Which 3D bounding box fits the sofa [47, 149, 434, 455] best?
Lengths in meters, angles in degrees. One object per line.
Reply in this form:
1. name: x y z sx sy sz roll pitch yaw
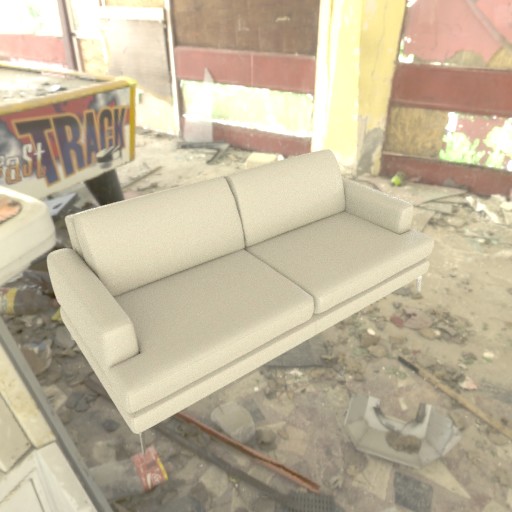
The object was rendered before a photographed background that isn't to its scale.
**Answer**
1. sofa: 0.000 0.000 2.413 1.940 0.765 0.974 -21 37 -32
